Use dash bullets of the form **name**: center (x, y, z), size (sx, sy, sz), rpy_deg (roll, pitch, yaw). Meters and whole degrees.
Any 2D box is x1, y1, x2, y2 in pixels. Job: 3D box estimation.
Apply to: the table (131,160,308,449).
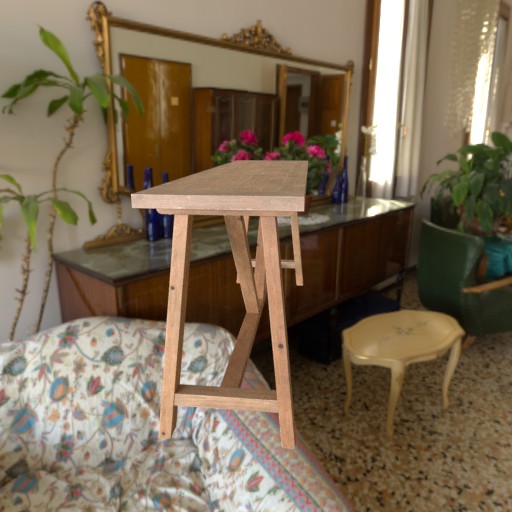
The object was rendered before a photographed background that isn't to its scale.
- **table**: center (0.000, 0.000, 2.135), size (0.465, 0.810, 1.800), rpy_deg (2, 15, 7)
